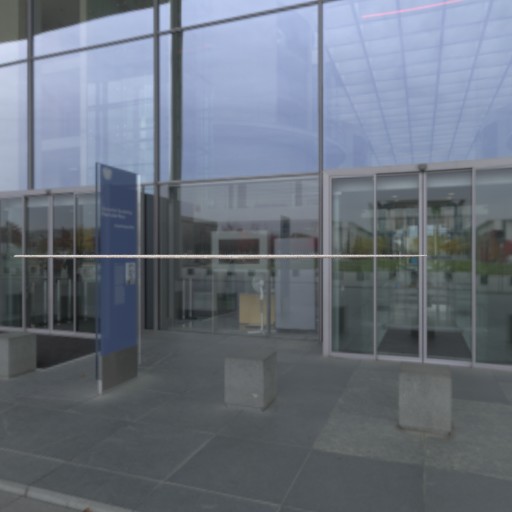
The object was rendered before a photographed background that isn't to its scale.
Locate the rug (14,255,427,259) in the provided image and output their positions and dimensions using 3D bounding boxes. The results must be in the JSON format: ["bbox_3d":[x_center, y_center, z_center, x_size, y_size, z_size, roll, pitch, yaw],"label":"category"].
[{"bbox_3d":[0.000,0.000,2.827,1.524,0.011,2.286,0,0,35],"label":"rug"}]
